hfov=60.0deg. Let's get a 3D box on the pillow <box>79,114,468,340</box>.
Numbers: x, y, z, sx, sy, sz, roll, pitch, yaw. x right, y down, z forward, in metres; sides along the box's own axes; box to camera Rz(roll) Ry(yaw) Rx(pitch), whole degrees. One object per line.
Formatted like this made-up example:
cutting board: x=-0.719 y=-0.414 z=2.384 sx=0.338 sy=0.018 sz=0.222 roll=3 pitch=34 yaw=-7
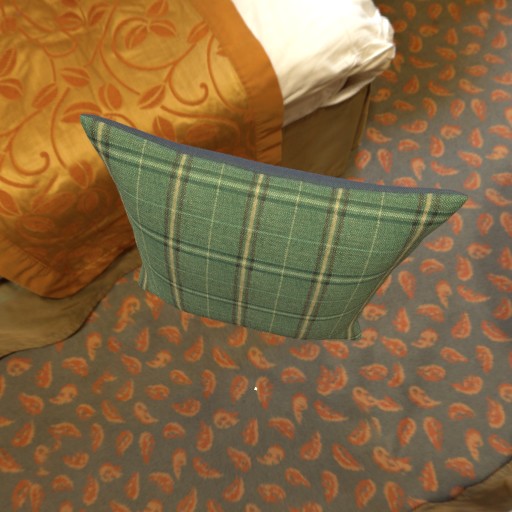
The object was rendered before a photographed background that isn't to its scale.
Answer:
pillow: x=0.000 y=0.000 z=0.690 sx=0.453 sy=0.430 sz=0.200 roll=13 pitch=74 yaw=4
